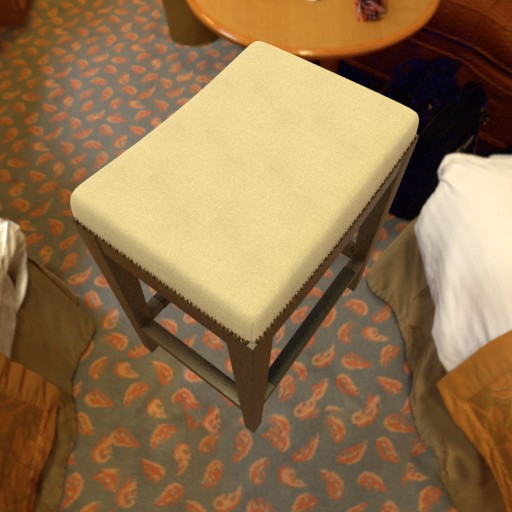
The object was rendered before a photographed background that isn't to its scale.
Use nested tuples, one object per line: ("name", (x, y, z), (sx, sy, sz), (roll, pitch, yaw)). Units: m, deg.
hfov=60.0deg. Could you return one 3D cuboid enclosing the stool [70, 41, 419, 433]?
("stool", (0.000, 0.000, 0.947), (0.361, 0.642, 0.500), (33, 65, 18))
